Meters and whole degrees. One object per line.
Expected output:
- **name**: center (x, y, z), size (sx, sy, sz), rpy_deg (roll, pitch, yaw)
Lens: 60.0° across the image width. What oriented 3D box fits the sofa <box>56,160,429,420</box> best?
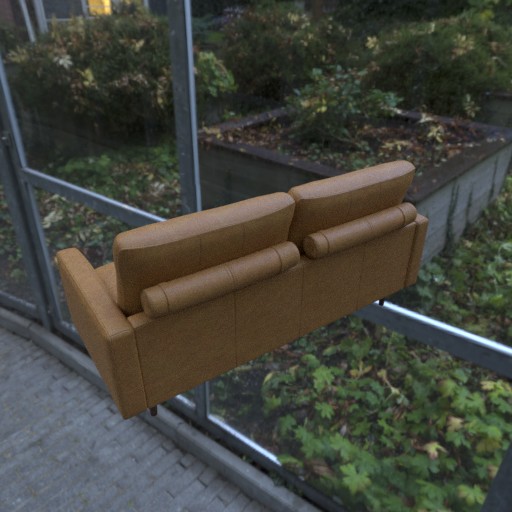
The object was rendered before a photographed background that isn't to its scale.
- **sofa**: center (0.000, 0.000, 2.334), size (1.821, 0.898, 0.850), rpy_deg (-19, 34, -29)
